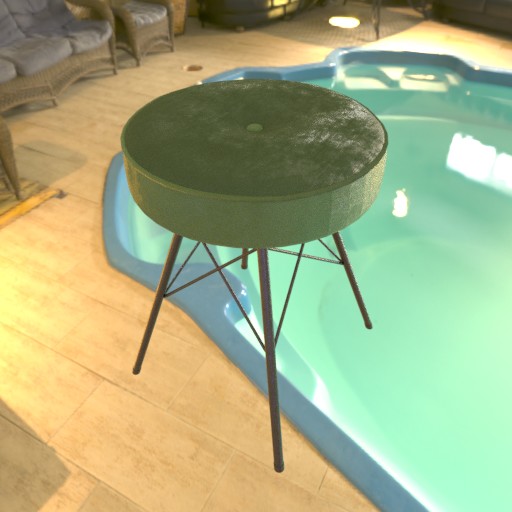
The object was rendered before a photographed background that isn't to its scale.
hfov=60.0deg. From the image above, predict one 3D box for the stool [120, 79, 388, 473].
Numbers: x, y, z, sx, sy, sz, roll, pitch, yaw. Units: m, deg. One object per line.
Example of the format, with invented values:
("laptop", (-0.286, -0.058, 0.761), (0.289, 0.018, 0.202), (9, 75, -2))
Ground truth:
("stool", (0.000, 0.000, 0.903), (0.430, 0.595, 0.457), (24, 47, 25))
